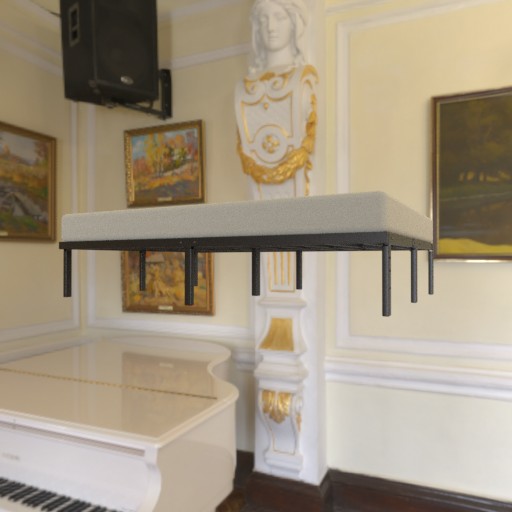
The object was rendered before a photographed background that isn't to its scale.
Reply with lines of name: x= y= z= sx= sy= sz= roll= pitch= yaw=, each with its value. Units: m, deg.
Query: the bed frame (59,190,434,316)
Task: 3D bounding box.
bed frame: x=0.000 y=0.000 z=3.802 sx=2.842 sy=0.680 sz=2.205 roll=0 pitch=-1 yaw=36
